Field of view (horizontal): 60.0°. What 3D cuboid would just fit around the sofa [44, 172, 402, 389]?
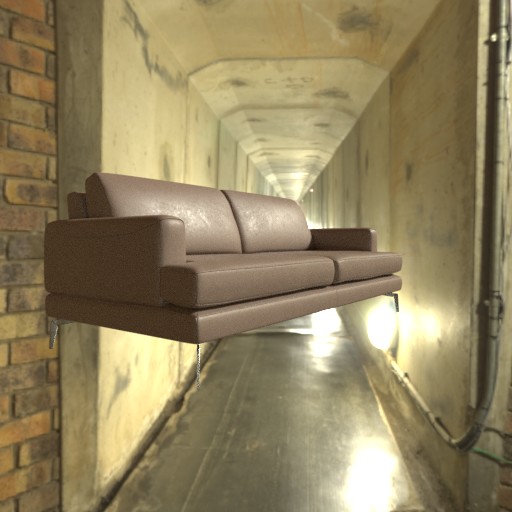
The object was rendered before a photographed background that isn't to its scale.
[{"bbox_3d":[0.000,0.000,2.403,0.974,0.765,1.940,1,2,36],"label":"sofa"}]
